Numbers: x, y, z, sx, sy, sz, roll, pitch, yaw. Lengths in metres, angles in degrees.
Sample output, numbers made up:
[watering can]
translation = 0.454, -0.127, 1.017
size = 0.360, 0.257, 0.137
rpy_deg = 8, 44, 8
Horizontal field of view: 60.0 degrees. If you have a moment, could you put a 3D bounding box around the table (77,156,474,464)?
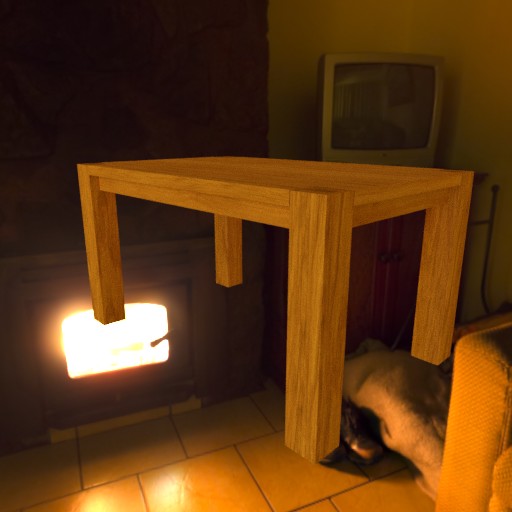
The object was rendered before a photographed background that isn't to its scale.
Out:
[table]
translation = 0.000, 0.000, 1.924
size = 0.900, 0.760, 1.400
rpy_deg = -15, 21, -42
